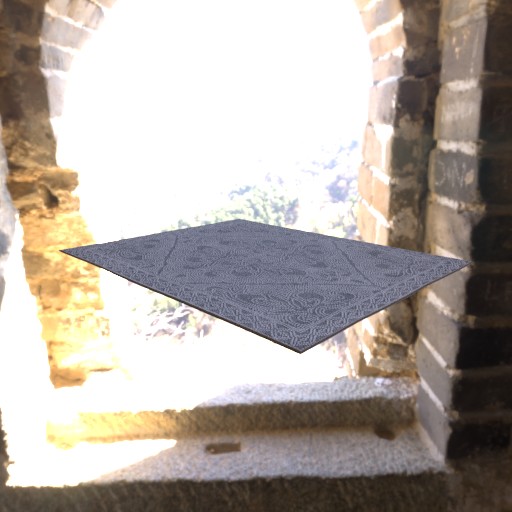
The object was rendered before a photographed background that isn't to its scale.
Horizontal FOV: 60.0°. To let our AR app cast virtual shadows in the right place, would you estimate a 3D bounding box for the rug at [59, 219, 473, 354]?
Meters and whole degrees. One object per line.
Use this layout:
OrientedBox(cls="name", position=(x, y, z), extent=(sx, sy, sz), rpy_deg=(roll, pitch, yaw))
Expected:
OrientedBox(cls="rug", position=(0.000, 0.000, 4.118), extent=(2.438, 0.012, 3.048), rpy_deg=(-14, 21, -43))
